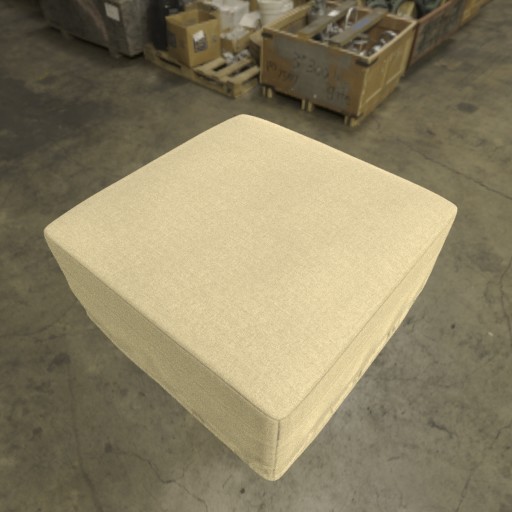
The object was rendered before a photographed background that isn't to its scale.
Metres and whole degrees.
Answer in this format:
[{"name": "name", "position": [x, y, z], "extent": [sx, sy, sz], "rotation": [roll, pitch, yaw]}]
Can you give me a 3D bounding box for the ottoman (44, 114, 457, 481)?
[{"name": "ottoman", "position": [0.000, 0.000, 1.332], "extent": [0.840, 0.436, 0.843], "rotation": [32, 54, 26]}]
